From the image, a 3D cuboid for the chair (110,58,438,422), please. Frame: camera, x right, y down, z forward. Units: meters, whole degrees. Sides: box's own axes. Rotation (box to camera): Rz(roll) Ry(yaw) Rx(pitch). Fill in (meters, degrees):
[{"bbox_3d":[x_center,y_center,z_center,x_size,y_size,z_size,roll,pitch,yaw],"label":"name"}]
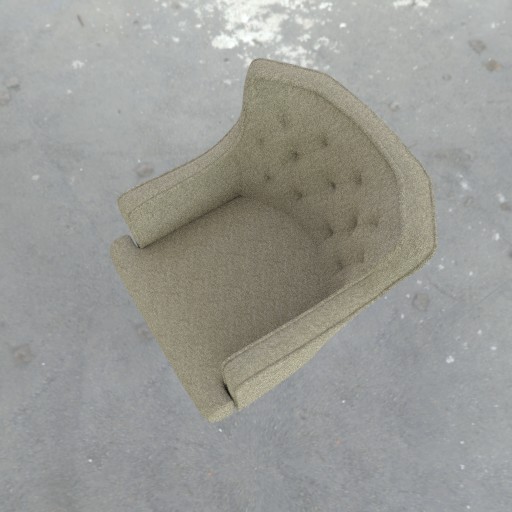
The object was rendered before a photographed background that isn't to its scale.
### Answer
[{"bbox_3d":[0.000,0.000,1.639,0.910,0.920,0.820,-31,68,-14],"label":"chair"}]
